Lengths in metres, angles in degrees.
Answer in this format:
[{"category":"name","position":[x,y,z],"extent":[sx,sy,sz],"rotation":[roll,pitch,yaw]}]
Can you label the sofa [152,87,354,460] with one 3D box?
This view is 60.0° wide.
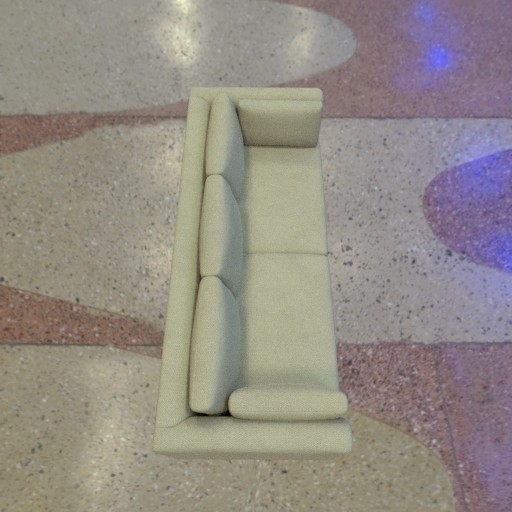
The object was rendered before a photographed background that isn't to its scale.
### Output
[{"category":"sofa","position":[0.000,0.000,2.918],"extent":[0.969,0.867,2.415],"rotation":[0,63,0]}]
